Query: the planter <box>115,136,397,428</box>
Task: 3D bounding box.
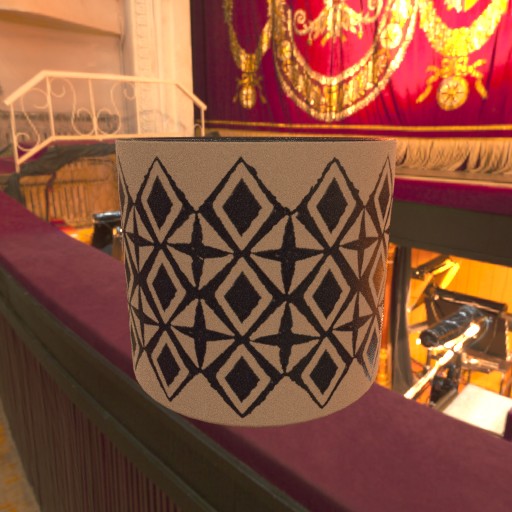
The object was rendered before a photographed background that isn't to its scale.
[{"bbox_3d":[0.000,0.000,0.279,0.159,0.144,0.159,0,16,0],"label":"planter"}]
